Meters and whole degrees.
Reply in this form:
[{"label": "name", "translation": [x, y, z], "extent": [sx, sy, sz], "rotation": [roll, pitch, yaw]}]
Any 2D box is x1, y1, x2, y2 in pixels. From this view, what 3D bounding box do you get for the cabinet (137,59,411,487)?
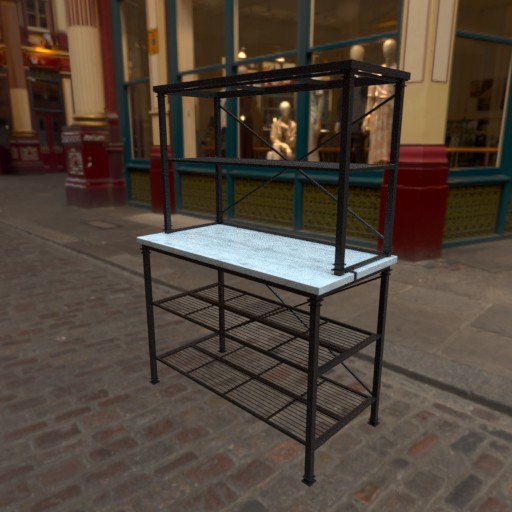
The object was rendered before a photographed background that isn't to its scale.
[{"label": "cabinet", "translation": [0.000, 0.000, 2.218], "extent": [1.210, 1.659, 0.610], "rotation": [14, 20, 42]}]
